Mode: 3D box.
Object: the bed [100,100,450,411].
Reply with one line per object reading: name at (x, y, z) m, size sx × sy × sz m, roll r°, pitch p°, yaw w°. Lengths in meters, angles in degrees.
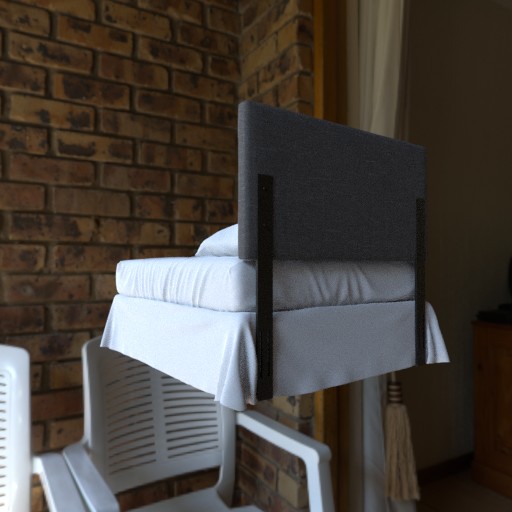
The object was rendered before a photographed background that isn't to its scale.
bed at (0.000, 0.000, 3.576) m, size 1.936 × 1.577 × 2.222 m, roll 1°, pitch -2°, yaw -36°
